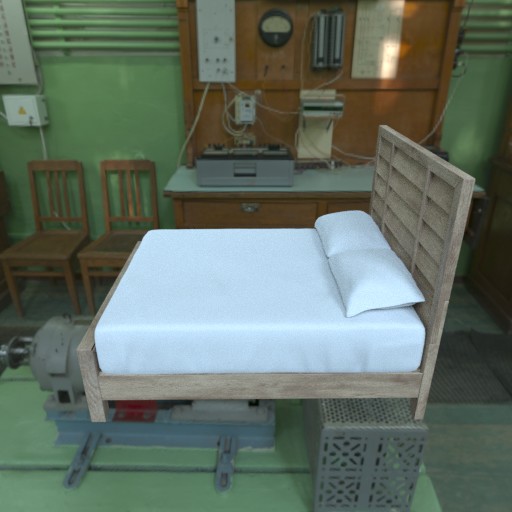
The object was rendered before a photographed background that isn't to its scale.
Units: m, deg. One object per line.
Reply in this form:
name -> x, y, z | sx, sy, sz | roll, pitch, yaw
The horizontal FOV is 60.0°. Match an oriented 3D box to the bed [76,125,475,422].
bed -> 0.000, 0.000, 3.297 | 2.197, 1.626, 1.626 | 0, 26, -1
